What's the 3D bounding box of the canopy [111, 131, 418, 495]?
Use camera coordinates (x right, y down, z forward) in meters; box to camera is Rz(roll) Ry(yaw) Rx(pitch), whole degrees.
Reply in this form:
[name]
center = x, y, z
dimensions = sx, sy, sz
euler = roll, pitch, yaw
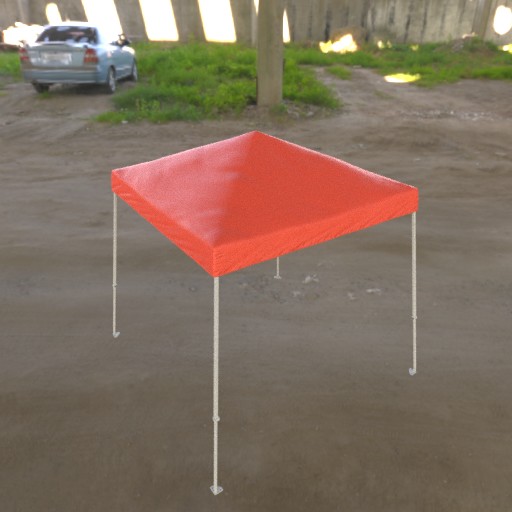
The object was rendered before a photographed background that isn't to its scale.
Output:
[canopy]
center = 0.000, 0.000, 5.130
dimensions = 2.849, 2.850, 2.850
euler = -18, 33, -30
